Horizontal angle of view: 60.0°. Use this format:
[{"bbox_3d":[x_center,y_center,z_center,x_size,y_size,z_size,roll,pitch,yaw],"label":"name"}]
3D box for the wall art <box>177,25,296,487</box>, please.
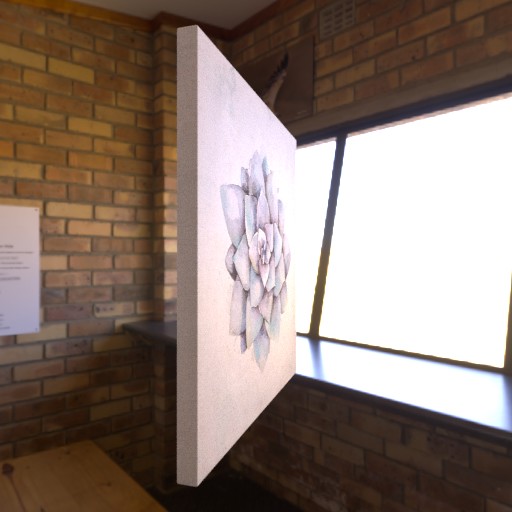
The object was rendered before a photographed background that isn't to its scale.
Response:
[{"bbox_3d":[0.000,0.000,1.098,0.038,0.762,0.762,0,0,18],"label":"wall art"}]
